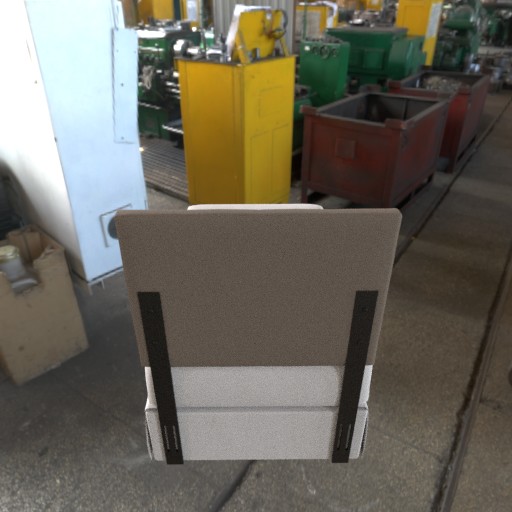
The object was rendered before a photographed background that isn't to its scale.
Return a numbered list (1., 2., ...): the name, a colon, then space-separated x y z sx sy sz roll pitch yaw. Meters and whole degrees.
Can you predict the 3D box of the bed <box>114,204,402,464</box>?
1. bed: 0.000 0.000 2.963 1.261 1.571 1.997 0 31 0
